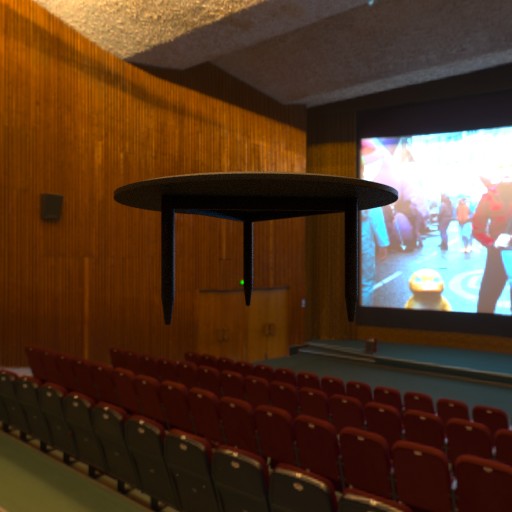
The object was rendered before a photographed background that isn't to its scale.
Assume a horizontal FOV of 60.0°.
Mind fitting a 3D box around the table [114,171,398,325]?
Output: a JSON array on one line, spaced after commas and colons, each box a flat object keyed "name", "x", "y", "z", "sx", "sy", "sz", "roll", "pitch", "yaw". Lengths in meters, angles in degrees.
[{"name": "table", "x": 0.000, "y": 0.000, "z": 1.471, "sx": 0.900, "sy": 0.400, "sz": 0.900, "roll": 0, "pitch": 0, "yaw": 0}]
